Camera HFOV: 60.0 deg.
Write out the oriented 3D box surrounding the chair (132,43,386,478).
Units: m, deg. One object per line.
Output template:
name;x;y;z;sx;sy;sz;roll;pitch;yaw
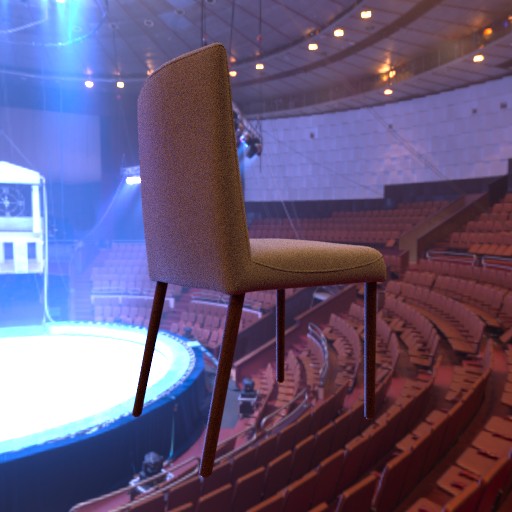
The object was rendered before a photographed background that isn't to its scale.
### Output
chair;0.000;0.000;1.174;0.570;0.859;0.456;-1;2;-36
